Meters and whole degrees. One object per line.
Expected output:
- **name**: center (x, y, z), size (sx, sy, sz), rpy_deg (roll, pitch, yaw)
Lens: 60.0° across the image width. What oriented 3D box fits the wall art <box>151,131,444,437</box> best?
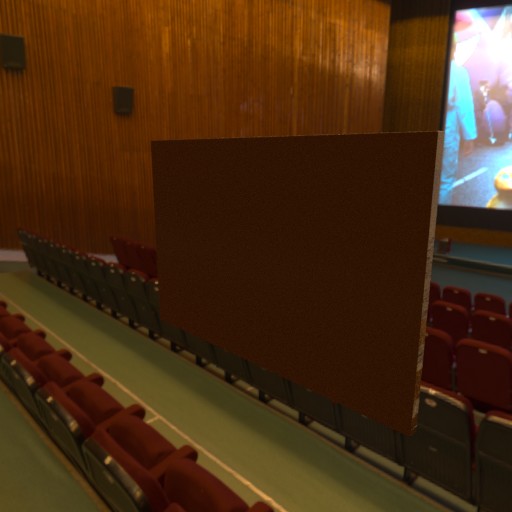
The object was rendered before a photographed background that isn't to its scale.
- **wall art**: center (0.000, 0.000, 1.177), size (0.027, 0.610, 0.932), rpy_deg (-13, 18, -43)
